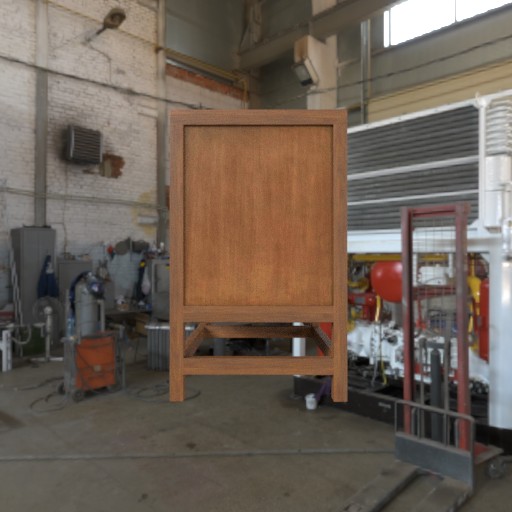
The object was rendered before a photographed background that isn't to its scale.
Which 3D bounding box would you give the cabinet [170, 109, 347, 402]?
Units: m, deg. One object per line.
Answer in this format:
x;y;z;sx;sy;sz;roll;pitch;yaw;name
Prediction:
0.000;0.000;2.097;0.522;0.820;1.708;0;0;0;cabinet
